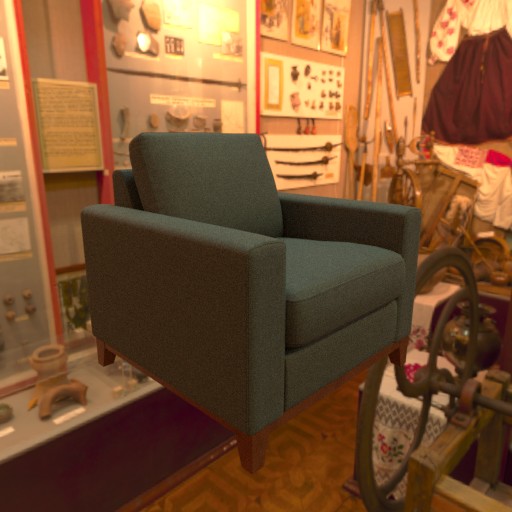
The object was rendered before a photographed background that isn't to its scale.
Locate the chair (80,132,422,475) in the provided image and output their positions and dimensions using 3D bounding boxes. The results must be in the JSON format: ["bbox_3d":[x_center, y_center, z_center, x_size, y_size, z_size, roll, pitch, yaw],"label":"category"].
[{"bbox_3d":[0.000,0.000,1.865,1.038,1.010,1.024,14,20,43],"label":"chair"}]
